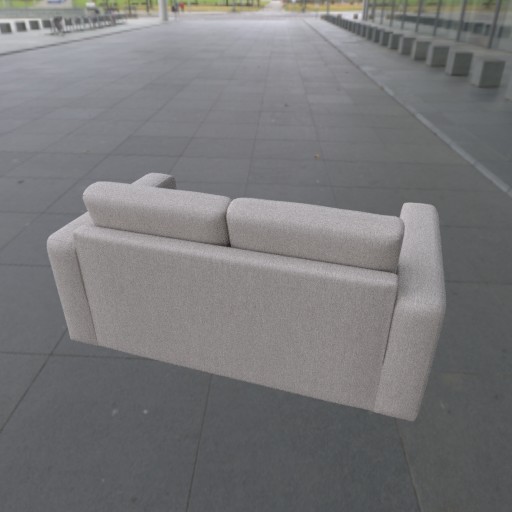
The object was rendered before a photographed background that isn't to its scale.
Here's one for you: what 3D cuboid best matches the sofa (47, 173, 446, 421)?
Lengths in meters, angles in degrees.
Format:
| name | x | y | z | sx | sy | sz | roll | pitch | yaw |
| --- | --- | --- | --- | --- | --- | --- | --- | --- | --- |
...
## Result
| name | x | y | z | sx | sy | sz | roll | pitch | yaw |
| --- | --- | --- | --- | --- | --- | --- | --- | --- | --- |
| sofa | 0.000 | 0.000 | 2.028 | 1.540 | 0.800 | 0.900 | 9 | 31 | 15 |
